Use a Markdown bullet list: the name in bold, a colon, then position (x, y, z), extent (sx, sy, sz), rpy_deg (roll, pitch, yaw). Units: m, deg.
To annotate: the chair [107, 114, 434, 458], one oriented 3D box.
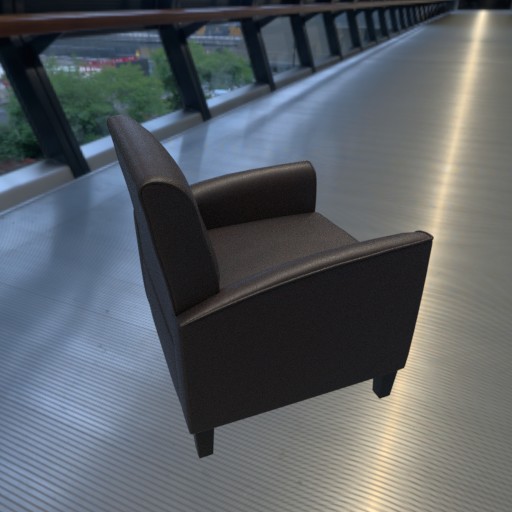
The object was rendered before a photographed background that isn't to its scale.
- **chair**: position (0.000, 0.000, 1.563), extent (0.819, 0.916, 0.820), rpy_deg (-11, 31, -19)
